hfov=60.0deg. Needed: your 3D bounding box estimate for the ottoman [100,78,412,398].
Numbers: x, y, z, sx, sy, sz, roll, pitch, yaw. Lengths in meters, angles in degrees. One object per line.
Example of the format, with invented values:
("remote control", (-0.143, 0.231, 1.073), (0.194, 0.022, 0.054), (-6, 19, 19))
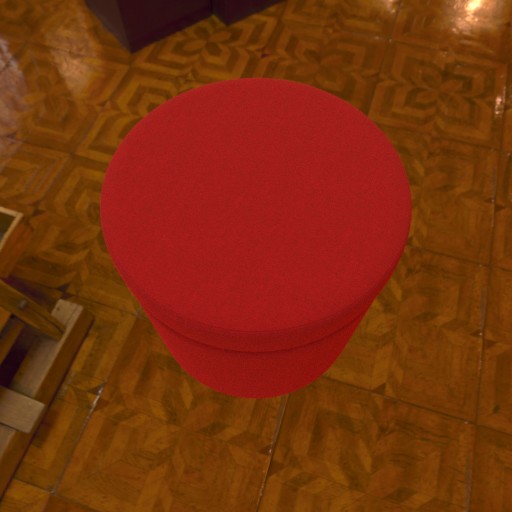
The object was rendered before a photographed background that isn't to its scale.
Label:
("ottoman", (0.000, 0.000, 0.737), (0.400, 0.406, 0.400), (0, 62, 0))
